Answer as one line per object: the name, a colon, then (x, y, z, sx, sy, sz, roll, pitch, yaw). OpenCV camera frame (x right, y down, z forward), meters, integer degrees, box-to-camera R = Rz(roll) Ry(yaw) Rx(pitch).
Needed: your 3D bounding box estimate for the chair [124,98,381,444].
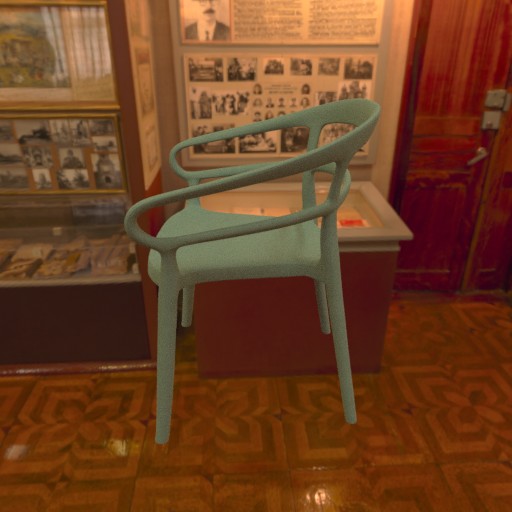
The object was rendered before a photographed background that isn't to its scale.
chair: (0.000, 0.000, 1.147, 0.527, 0.761, 0.559, -1, 25, -1)
